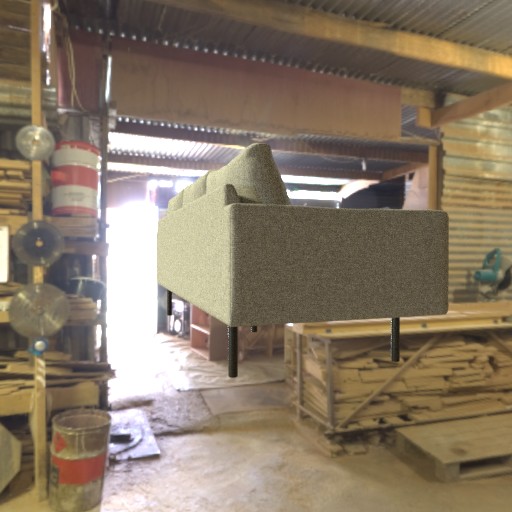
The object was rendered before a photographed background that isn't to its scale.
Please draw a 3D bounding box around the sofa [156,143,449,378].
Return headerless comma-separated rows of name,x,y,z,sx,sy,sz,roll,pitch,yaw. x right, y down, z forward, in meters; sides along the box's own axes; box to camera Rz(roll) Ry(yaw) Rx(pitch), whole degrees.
sofa,0.000,0.000,2.418,0.850,0.830,2.000,0,1,-19
